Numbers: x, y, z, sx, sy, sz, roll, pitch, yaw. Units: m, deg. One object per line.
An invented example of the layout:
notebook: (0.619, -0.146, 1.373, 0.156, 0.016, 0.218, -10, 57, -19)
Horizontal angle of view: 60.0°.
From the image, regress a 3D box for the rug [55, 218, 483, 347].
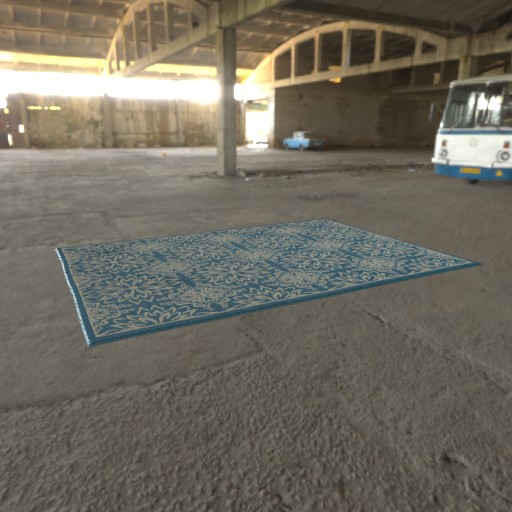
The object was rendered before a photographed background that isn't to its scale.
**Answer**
rug: (0.000, 0.000, 2.780, 2.205, 0.012, 1.554, -8, 18, -26)
